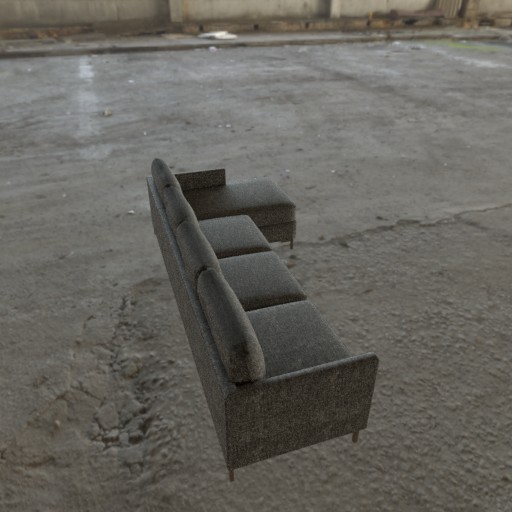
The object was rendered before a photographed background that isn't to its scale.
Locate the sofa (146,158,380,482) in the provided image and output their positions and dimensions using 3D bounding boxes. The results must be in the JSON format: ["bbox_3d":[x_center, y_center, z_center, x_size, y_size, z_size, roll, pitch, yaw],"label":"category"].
[{"bbox_3d":[0.000,0.000,3.967,1.488,0.970,3.384,-10,32,-16],"label":"sofa"}]
